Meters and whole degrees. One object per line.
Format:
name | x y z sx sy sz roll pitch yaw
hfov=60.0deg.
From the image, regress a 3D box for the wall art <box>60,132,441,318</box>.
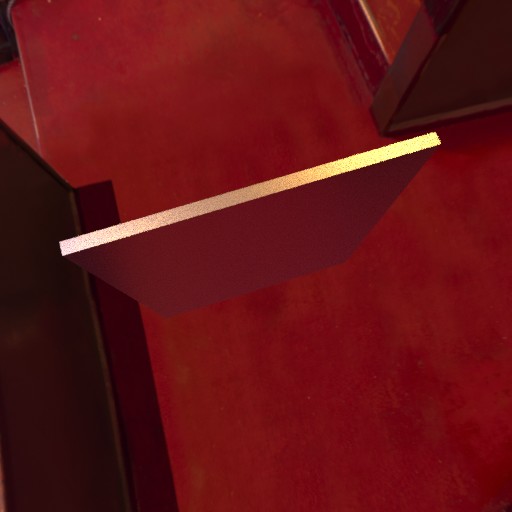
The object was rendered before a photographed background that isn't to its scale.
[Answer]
wall art | 0.000 0.000 1.420 0.816 1.046 0.030 -17 76 -4
